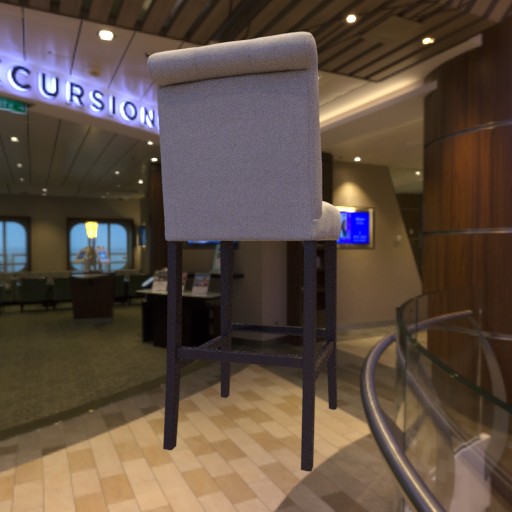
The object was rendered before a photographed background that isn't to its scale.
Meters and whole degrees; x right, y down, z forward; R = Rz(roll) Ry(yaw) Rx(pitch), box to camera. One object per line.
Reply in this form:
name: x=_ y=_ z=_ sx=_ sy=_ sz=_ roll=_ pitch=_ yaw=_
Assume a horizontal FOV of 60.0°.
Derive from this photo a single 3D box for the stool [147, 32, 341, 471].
stool: x=0.000 y=0.000 z=1.430 sx=0.493 sy=1.140 sz=0.601 roll=0 pitch=1 yaw=17
